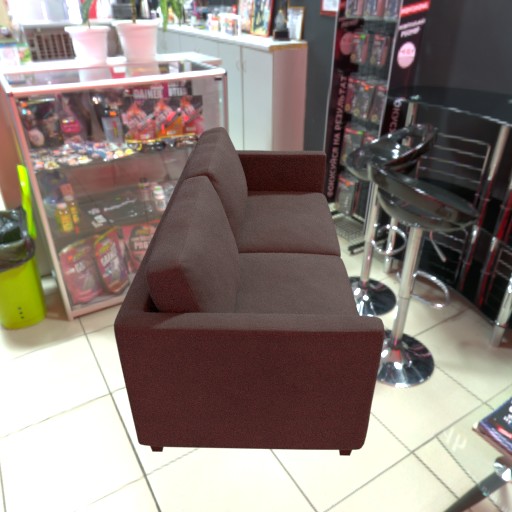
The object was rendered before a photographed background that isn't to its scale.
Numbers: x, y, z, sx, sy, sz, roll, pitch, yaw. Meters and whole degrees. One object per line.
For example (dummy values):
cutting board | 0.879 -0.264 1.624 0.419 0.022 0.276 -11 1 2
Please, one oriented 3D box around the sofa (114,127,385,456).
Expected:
sofa | 0.000 0.000 2.397 0.950 0.963 1.884 1 32 1
